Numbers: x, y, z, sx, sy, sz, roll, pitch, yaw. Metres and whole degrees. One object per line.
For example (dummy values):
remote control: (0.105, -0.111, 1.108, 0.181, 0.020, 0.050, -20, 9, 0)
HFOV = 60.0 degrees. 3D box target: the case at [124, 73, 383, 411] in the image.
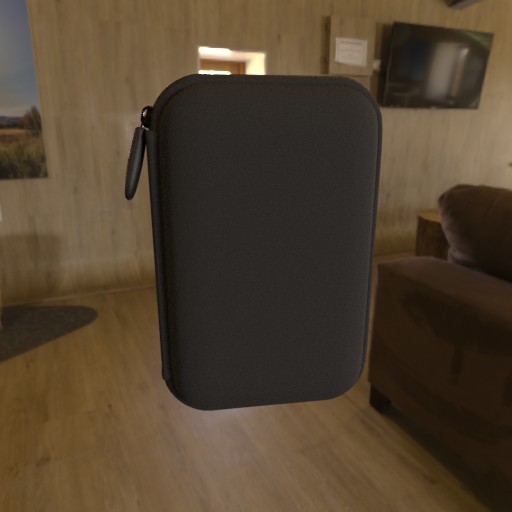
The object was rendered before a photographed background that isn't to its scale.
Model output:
case: (0.000, 0.000, 0.193, 0.107, 0.147, 0.030, -2, 16, -9)
